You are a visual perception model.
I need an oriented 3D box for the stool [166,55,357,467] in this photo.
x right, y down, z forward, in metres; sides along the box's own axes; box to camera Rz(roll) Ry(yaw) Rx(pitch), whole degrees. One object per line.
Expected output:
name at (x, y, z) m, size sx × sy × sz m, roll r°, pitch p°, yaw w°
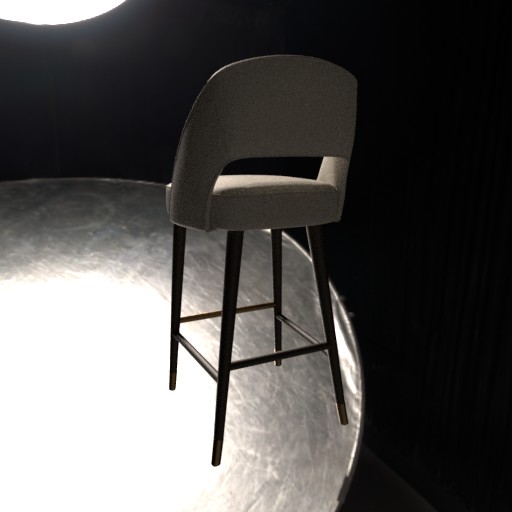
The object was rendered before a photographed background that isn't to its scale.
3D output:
stool at (0.000, 0.000, 1.339) m, size 0.494 × 1.037 × 0.509 m, roll -6°, pitch 15°, yaw -25°
